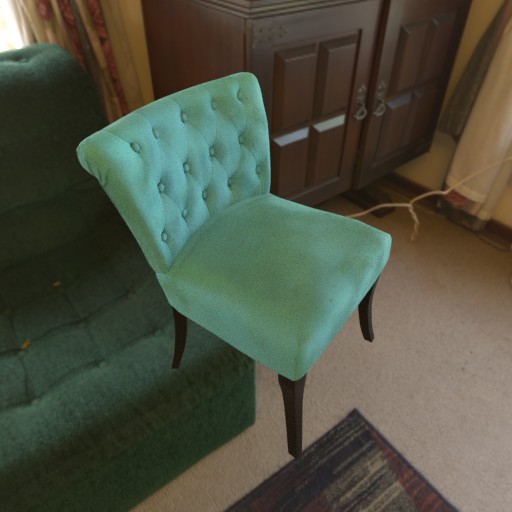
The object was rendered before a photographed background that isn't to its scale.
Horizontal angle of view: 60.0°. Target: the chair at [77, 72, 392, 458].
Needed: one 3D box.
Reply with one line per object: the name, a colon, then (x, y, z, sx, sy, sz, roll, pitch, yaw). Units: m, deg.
chair: (0.000, 0.000, 1.193, 0.605, 0.750, 0.582, 24, 45, 27)
